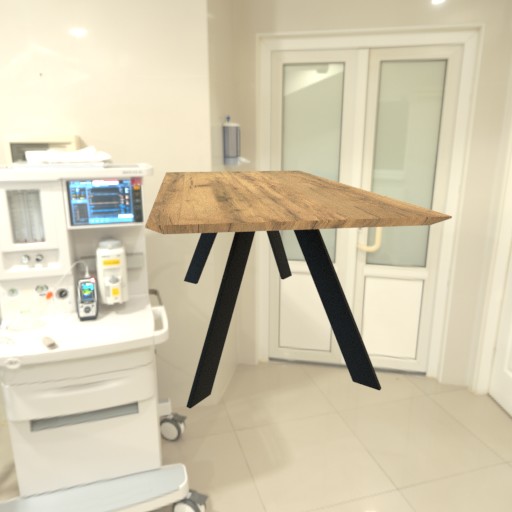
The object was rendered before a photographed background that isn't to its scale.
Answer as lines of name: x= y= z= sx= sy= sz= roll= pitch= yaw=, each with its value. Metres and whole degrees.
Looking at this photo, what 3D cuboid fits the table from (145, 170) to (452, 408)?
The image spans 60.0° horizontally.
table: x=0.000 y=0.000 z=2.456 sx=1.000 sy=0.770 sz=2.000 roll=-2 pitch=15 yaw=-9
